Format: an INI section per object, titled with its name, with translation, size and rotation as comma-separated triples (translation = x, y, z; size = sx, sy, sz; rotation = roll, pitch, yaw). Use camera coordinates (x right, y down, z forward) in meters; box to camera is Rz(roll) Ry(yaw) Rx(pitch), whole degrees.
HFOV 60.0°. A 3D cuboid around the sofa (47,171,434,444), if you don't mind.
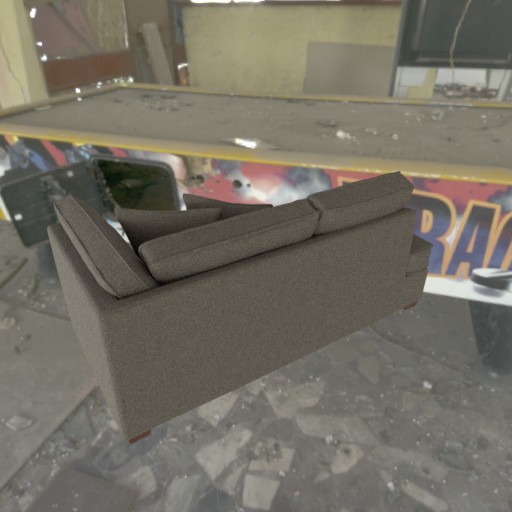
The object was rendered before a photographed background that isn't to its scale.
[sofa]
translation = 0.000, 0.000, 2.867
size = 2.237, 1.033, 1.110
rotation = -18, 34, -29
